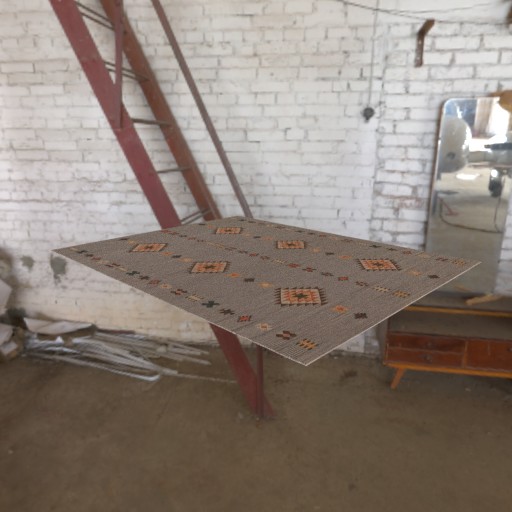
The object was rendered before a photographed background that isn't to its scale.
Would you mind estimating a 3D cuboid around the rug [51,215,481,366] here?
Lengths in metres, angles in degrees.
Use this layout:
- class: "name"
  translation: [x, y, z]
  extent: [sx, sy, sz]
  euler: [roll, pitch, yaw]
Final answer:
- class: "rug"
  translation: [0.000, 0.000, 3.989]
  extent: [3.035, 0.008, 2.425]
  euler: [15, 22, 42]
